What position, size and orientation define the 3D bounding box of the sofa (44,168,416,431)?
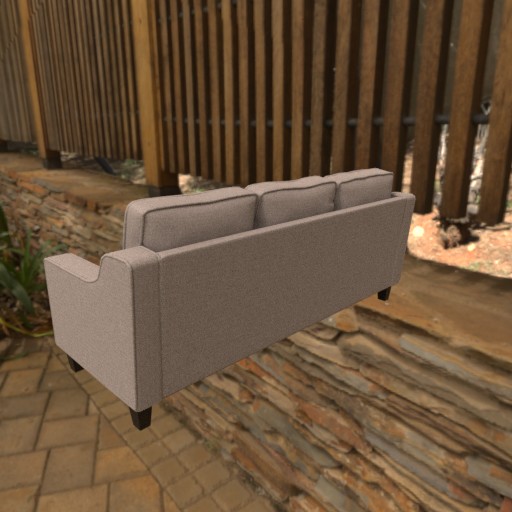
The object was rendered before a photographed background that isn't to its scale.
[{"bbox_3d":[0.000,0.000,2.637,2.129,0.950,0.899,-16,23,-42],"label":"sofa"}]
